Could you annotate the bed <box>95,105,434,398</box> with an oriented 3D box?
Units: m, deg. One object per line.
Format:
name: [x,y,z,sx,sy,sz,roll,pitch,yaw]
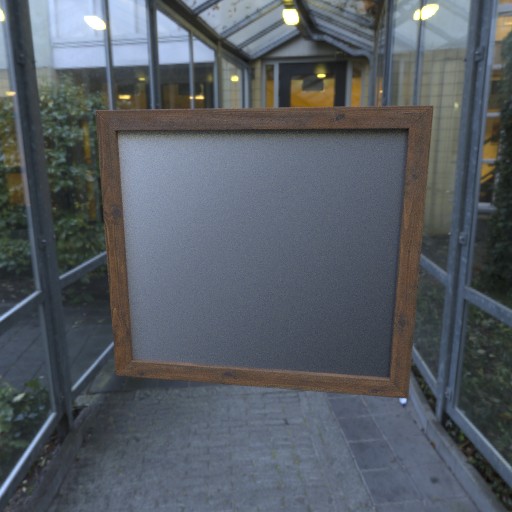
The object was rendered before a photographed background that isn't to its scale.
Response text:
bed: [0.000,0.000,1.487,1.046,0.942,0.046,2,13,8]
